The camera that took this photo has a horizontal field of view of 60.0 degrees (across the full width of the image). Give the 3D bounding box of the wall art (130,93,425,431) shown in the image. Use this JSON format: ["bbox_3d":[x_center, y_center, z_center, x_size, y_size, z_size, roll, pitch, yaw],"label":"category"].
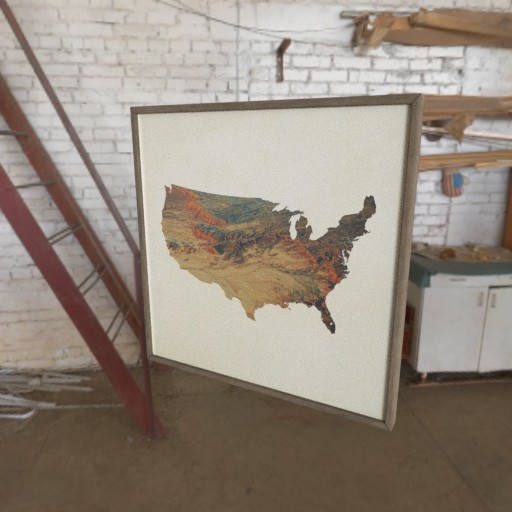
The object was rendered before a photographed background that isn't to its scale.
[{"bbox_3d":[0.000,0.000,1.140,0.749,0.751,0.050,8,17,27],"label":"wall art"}]
